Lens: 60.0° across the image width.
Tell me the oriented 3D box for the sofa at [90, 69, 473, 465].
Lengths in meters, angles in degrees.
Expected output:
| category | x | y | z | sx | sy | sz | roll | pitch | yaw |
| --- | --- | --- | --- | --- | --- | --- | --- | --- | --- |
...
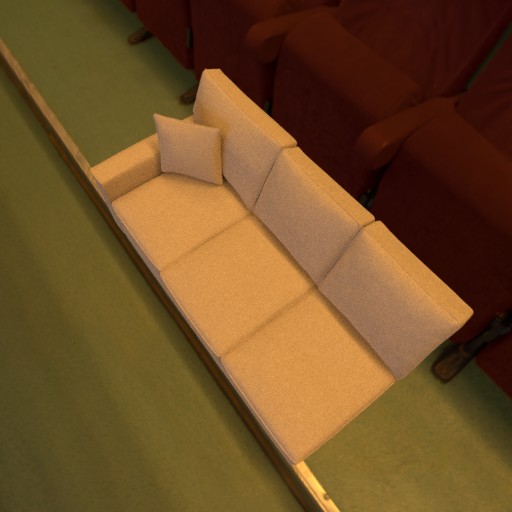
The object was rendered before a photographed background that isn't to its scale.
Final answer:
| category | x | y | z | sx | sy | sz | roll | pitch | yaw |
| --- | --- | --- | --- | --- | --- | --- | --- | --- | --- |
| sofa | 0.000 | 0.000 | 2.505 | 1.034 | 0.946 | 1.962 | -34 | 67 | -17 |
